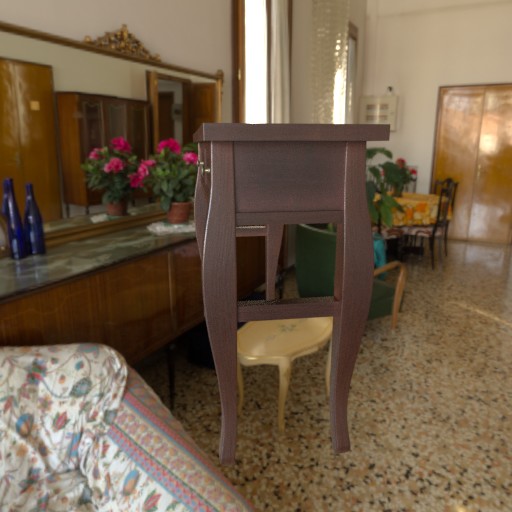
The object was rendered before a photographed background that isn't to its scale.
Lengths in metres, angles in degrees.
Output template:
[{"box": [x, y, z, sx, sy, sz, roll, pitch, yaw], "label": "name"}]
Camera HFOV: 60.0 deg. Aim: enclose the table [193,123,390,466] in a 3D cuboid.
[{"box": [0.000, 0.000, 1.420, 0.373, 0.768, 1.062, -2, 14, -8], "label": "table"}]
